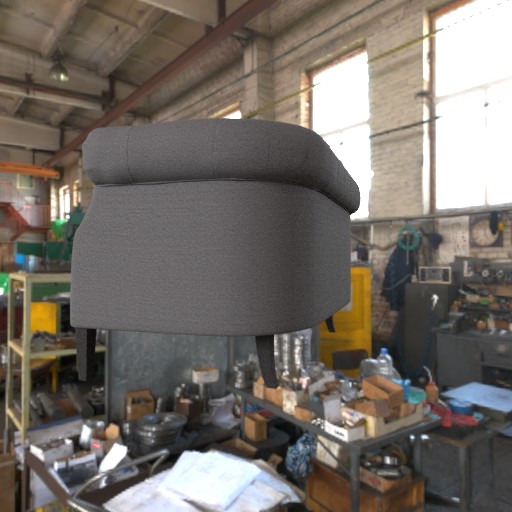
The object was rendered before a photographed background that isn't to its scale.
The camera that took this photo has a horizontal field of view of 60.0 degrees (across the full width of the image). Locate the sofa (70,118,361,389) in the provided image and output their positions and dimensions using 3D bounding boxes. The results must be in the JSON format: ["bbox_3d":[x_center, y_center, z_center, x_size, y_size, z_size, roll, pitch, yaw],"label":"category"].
[{"bbox_3d":[0.000,0.000,1.990,0.835,0.827,1.558,0,0,19],"label":"sofa"}]
